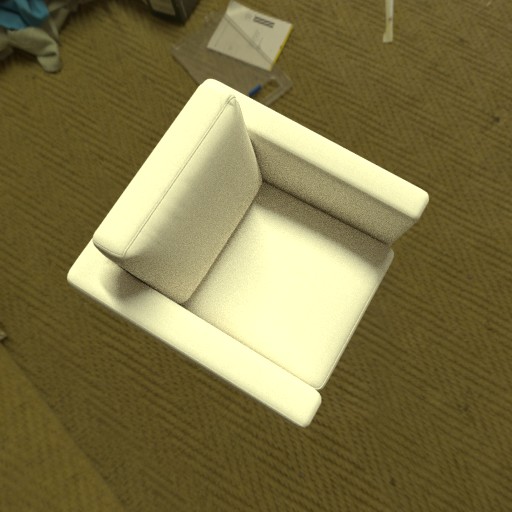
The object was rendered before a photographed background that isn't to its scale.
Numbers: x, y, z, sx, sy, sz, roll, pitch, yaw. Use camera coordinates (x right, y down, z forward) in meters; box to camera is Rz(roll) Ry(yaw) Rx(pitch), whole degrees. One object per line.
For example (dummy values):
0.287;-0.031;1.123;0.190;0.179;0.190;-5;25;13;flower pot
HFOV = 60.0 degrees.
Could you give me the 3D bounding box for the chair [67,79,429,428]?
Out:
0.000;0.000;1.582;0.879;0.899;0.831;30;78;7;chair
